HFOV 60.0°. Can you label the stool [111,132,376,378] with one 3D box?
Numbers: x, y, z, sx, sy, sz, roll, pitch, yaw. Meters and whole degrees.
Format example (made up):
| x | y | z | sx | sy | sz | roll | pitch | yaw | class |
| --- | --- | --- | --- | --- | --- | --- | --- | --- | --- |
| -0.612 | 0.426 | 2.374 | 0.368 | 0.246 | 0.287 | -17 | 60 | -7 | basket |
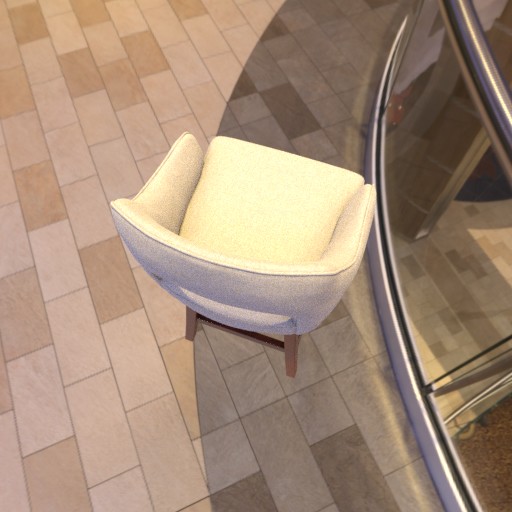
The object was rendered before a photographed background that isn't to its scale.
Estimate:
| x | y | z | sx | sy | sz | roll | pitch | yaw | class |
| --- | --- | --- | --- | --- | --- | --- | --- | --- | --- |
| 0.000 | 0.000 | 1.278 | 0.550 | 0.936 | 0.560 | 18 | 64 | 9 | stool |
